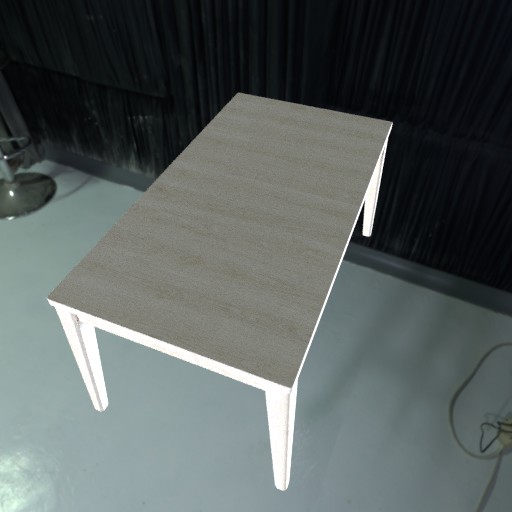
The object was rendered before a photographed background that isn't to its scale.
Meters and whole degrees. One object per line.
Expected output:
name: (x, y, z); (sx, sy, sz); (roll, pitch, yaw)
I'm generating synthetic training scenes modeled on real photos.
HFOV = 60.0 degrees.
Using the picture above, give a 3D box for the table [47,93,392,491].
table: (0.000, 0.000, 2.085); (0.900, 0.760, 1.600); (16, 48, 15)
